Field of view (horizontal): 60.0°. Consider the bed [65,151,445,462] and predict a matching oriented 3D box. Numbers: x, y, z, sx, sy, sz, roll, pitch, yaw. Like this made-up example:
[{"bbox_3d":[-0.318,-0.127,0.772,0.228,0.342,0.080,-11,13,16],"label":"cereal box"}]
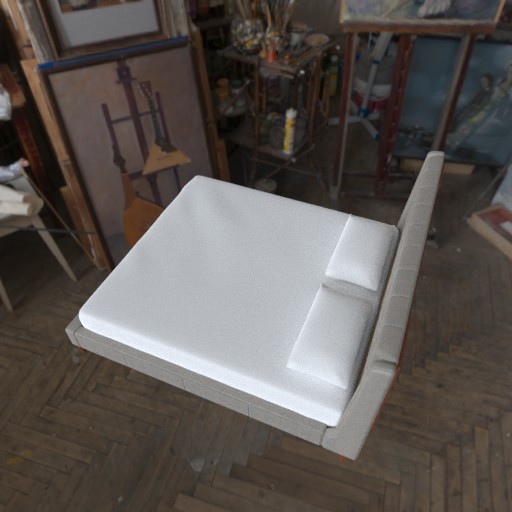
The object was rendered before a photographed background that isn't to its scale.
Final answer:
[{"bbox_3d":[0.000,0.000,3.525,2.342,1.289,2.062,17,49,16],"label":"bed"}]
